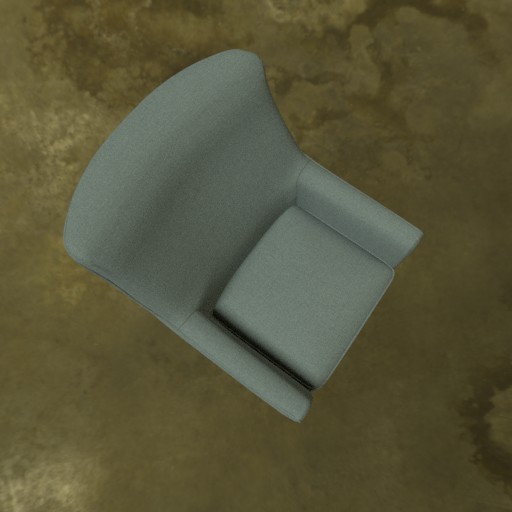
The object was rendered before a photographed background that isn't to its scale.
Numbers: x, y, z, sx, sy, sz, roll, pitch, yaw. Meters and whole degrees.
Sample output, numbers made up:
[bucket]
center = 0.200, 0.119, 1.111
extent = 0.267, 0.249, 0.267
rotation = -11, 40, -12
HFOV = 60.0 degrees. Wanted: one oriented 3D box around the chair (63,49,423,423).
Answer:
[chair]
center = 0.000, 0.000, 1.544
extent = 0.879, 0.916, 0.756
rotation = 35, 76, 10
